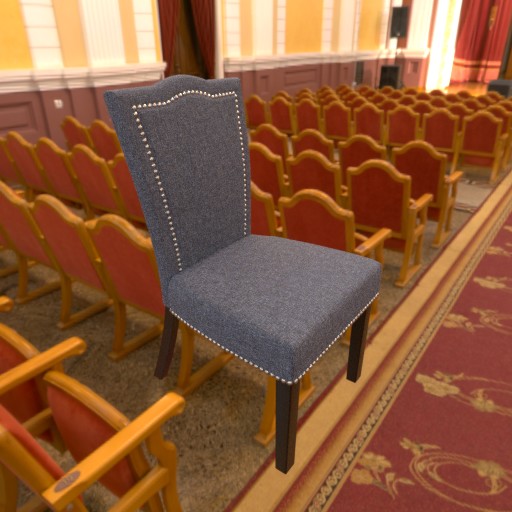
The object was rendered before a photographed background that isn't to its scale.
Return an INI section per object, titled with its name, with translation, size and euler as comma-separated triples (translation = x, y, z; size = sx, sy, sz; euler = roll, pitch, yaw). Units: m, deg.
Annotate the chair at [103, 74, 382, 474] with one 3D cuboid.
[chair]
translation = 0.000, 0.000, 1.275
size = 0.589, 0.946, 0.518
euler = 18, 31, 32
